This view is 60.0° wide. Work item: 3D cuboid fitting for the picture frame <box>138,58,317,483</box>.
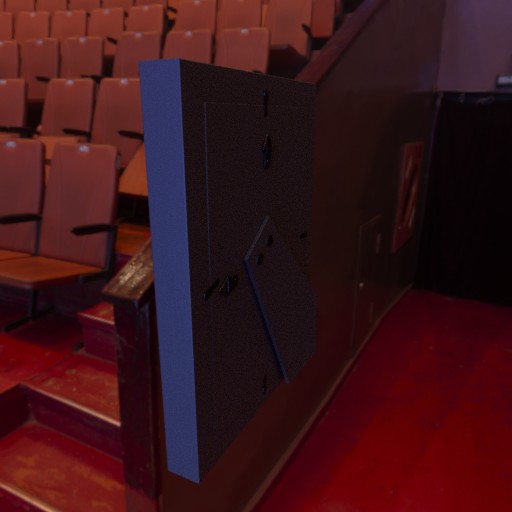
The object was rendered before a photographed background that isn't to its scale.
[{"bbox_3d":[0.000,0.000,0.274,0.028,0.208,0.157,9,19,26],"label":"picture frame"}]
